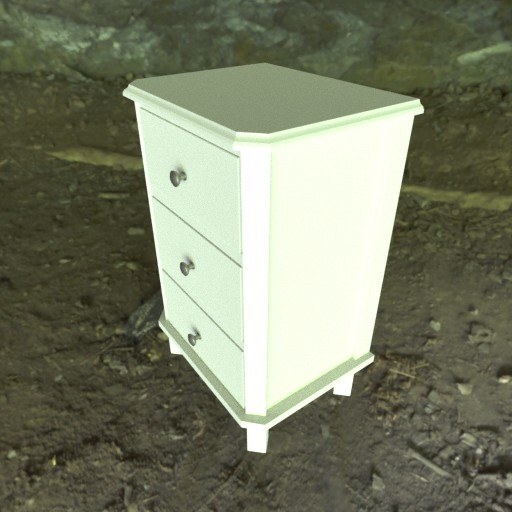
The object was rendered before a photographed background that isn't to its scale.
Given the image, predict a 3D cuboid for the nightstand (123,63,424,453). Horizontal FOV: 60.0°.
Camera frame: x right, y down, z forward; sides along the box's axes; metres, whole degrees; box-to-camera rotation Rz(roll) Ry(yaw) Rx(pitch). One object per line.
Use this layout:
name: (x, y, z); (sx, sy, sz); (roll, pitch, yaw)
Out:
nightstand: (0.000, 0.000, 0.948); (0.351, 0.681, 0.435); (-22, 39, -30)
